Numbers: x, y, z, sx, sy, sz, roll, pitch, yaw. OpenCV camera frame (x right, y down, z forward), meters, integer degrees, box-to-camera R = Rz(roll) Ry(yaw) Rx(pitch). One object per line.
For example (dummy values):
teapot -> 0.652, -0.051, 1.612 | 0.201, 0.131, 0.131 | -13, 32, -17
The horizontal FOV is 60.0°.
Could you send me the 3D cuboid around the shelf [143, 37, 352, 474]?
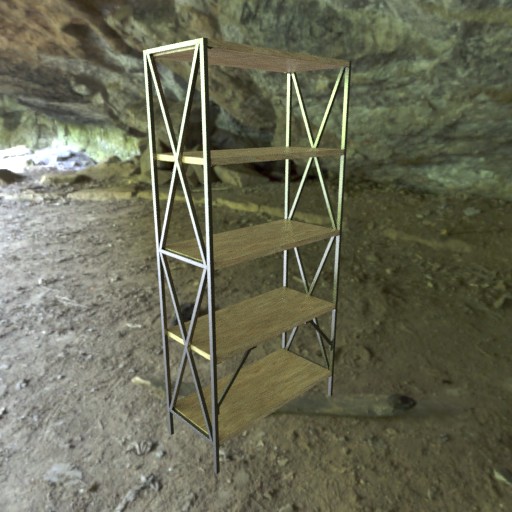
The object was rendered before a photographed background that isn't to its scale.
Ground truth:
shelf -> 0.000, 0.000, 2.176 | 0.874, 1.803, 0.386 | -16, 23, -42
